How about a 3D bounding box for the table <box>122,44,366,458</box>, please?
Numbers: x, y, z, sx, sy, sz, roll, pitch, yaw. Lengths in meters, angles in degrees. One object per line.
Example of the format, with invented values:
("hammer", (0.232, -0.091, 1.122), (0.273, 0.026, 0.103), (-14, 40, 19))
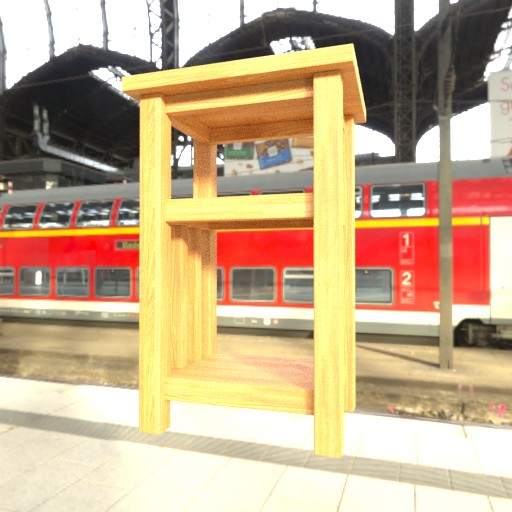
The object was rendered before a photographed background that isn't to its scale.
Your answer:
("table", (0.000, 0.000, 0.755), (0.350, 0.550, 0.270), (0, -1, 17))
